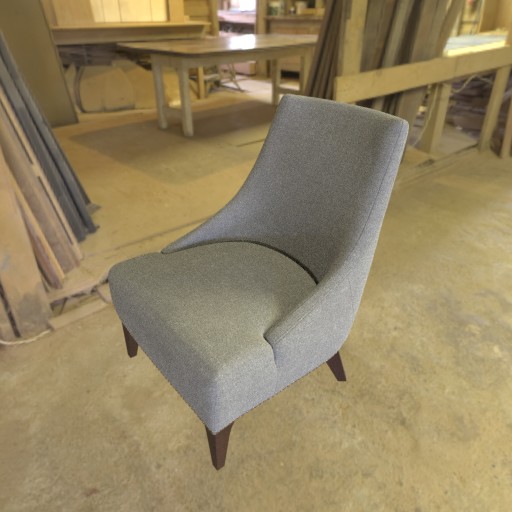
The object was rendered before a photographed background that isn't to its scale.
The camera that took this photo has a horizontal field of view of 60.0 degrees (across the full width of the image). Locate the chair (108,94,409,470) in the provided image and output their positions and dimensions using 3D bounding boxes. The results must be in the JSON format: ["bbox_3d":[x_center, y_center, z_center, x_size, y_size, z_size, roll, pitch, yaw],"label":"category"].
[{"bbox_3d":[0.000,0.000,1.512,0.861,0.909,0.701,-22,37,-32],"label":"chair"}]
